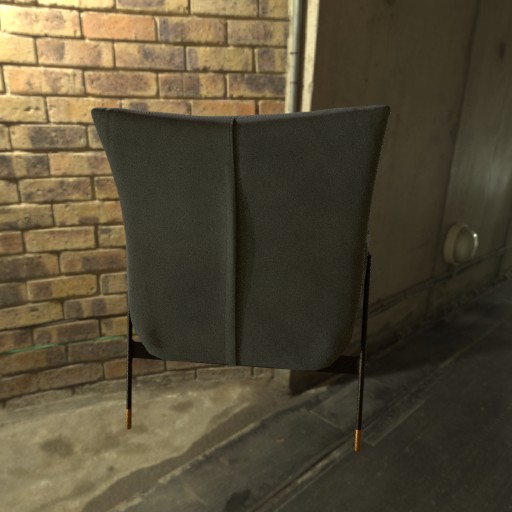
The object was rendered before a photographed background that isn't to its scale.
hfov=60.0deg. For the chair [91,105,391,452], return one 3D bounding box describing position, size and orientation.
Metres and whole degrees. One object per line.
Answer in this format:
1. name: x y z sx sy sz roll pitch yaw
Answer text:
1. chair: 0.000 0.000 1.396 0.678 0.858 0.709 2 15 8
